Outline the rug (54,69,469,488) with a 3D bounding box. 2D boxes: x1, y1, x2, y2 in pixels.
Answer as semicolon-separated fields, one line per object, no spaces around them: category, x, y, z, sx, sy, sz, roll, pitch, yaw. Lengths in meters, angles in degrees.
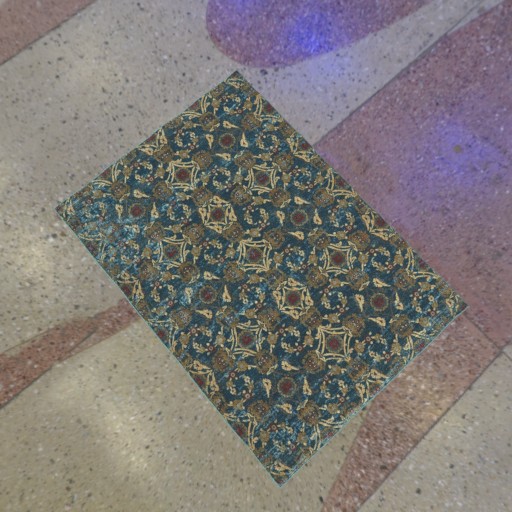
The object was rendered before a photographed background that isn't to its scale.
rug;0.000;0.000;2.804;1.567;0.014;2.207;-40;80;-9
